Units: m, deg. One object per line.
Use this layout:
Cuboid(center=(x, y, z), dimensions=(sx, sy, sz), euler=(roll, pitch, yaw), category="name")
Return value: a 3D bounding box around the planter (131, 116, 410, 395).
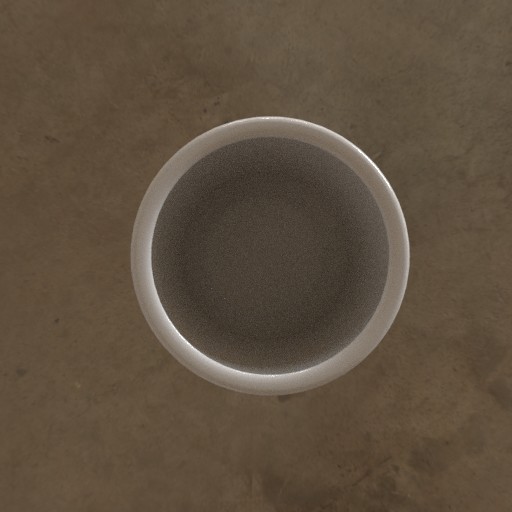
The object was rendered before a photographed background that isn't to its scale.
Cuboid(center=(0.000, 0.000, 0.655), dimensions=(0.308, 0.431, 0.307), euler=(0, 90, 0), category="planter")
